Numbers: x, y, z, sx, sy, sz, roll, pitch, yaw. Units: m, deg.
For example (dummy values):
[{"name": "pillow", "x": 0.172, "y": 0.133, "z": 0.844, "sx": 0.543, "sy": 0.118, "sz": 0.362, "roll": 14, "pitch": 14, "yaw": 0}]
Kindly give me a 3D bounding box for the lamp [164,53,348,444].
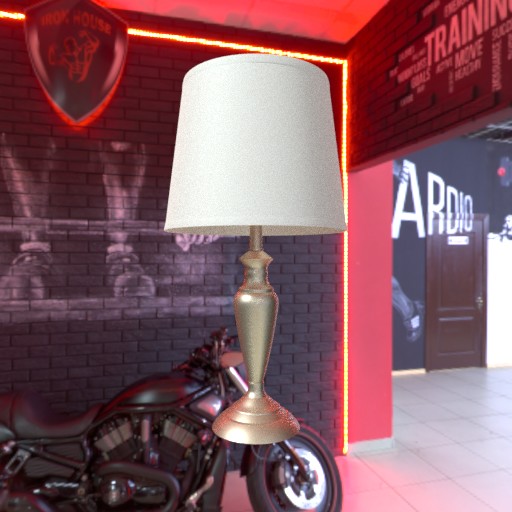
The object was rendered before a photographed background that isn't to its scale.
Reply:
[{"name": "lamp", "x": 0.000, "y": 0.000, "z": 0.808, "sx": 0.328, "sy": 0.619, "sz": 0.328, "roll": 0, "pitch": 0, "yaw": 0}]
